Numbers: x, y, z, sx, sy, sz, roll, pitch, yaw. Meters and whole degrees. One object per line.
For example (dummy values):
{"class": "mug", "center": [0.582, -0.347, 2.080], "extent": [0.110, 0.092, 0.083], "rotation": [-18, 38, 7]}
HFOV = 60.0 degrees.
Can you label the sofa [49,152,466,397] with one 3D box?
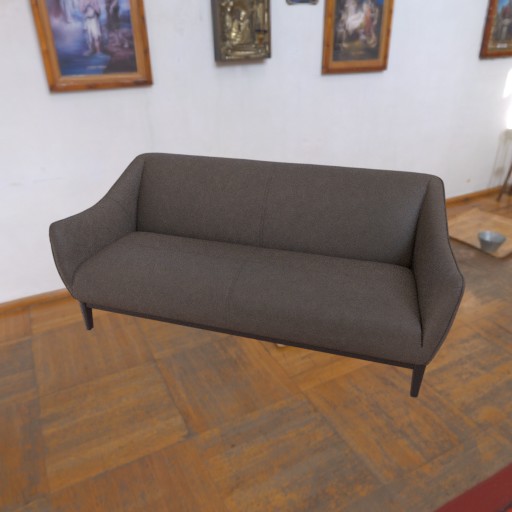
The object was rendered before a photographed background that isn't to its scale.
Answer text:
{"class": "sofa", "center": [0.000, 0.000, 2.364], "extent": [1.928, 0.831, 0.869], "rotation": [8, 27, 16]}
